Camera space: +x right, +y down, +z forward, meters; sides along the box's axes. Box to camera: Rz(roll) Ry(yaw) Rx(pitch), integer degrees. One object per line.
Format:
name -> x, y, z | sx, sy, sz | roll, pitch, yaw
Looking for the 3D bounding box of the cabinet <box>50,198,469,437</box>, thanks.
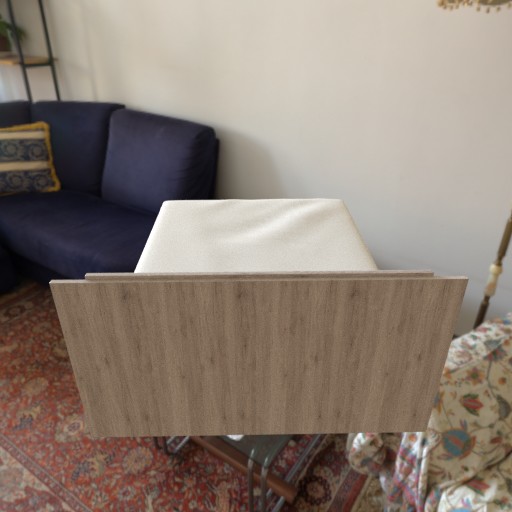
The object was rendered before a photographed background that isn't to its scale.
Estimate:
cabinet -> 0.000, 0.000, 2.984 | 1.750, 0.970, 2.080 | -1, 29, -1
